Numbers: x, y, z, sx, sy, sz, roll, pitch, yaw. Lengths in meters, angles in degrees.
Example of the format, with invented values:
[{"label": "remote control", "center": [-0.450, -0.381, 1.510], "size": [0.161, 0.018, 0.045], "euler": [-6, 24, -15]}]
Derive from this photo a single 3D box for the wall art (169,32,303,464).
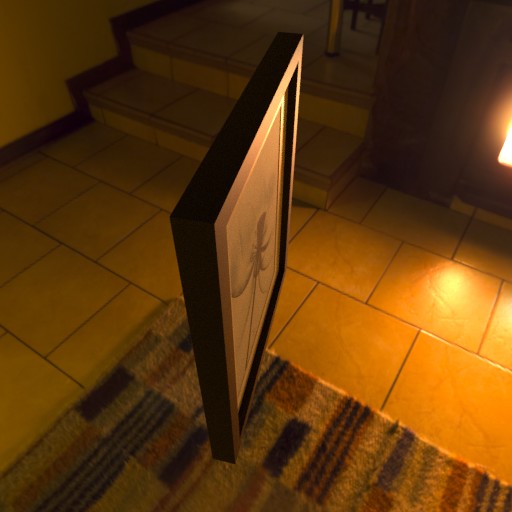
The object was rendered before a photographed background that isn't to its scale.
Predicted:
[{"label": "wall art", "center": [0.000, 0.000, 0.514], "size": [0.029, 0.381, 0.330], "euler": [10, 46, 10]}]
